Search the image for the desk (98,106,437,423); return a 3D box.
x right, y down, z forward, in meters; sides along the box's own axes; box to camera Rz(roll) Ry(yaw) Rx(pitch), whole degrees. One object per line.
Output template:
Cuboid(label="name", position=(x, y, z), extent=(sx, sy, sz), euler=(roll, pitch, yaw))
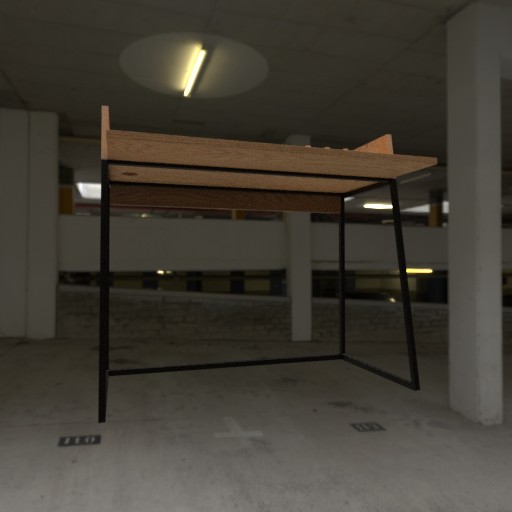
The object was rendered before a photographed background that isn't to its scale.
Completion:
Cuboid(label="desk", position=(0.000, 0.000, 1.810), extent=(1.191, 1.061, 0.769), euler=(0, -1, -17))
